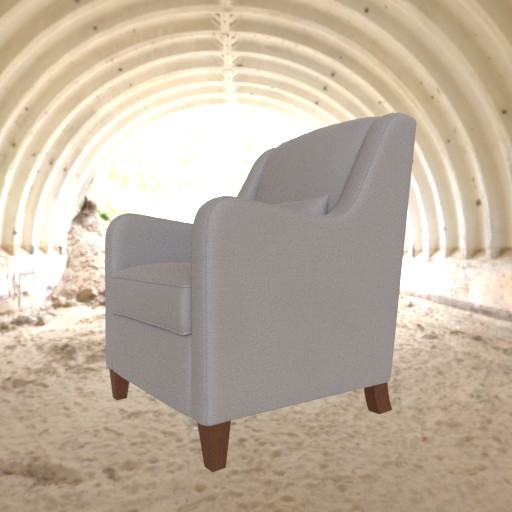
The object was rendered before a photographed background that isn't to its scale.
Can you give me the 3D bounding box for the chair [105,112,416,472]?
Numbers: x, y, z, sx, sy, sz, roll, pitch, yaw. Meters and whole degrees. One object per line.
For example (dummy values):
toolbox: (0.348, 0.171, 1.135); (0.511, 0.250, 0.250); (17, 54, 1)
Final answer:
chair: (0.000, 0.000, 1.539); (0.863, 1.010, 0.715); (0, 1, -37)
